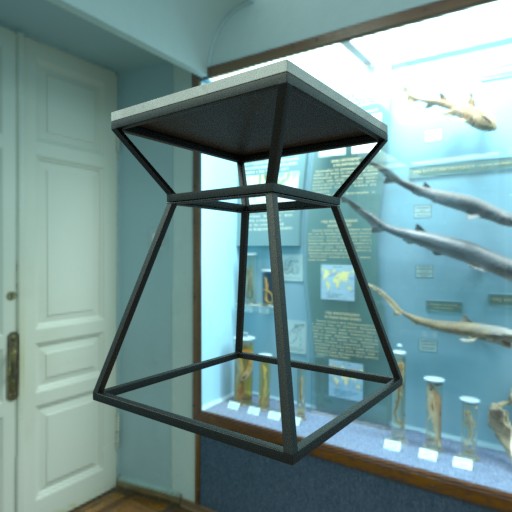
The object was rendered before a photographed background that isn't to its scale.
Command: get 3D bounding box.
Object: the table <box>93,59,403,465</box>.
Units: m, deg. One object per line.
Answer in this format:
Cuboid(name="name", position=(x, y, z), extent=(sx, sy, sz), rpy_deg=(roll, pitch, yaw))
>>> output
Cuboid(name="table", position=(0.000, 0.000, 0.908), extent=(0.455, 0.559, 0.455), rpy_deg=(0, 0, 36))
